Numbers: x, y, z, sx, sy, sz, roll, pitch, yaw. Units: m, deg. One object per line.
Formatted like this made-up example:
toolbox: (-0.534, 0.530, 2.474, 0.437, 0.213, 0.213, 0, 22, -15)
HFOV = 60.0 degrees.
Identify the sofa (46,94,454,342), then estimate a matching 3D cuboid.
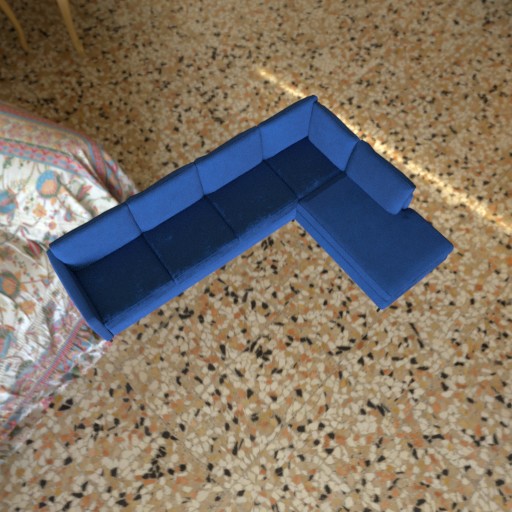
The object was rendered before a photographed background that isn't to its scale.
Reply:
sofa: (0.000, 0.000, 3.282, 2.486, 0.687, 1.707, -34, 68, -16)
